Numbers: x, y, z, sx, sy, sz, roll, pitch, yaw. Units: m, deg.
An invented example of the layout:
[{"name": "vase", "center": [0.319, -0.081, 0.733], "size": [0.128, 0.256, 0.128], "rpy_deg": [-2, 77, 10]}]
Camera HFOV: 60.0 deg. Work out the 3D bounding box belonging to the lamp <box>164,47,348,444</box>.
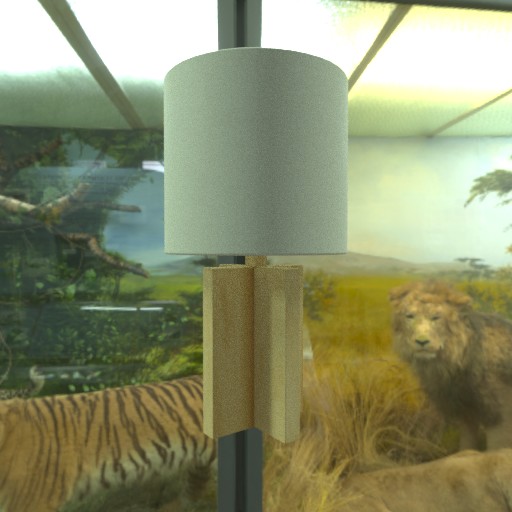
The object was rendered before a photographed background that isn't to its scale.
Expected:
[{"name": "lamp", "center": [0.000, 0.000, 0.566], "size": [0.229, 0.428, 0.229], "rpy_deg": [-1, 2, -37]}]
